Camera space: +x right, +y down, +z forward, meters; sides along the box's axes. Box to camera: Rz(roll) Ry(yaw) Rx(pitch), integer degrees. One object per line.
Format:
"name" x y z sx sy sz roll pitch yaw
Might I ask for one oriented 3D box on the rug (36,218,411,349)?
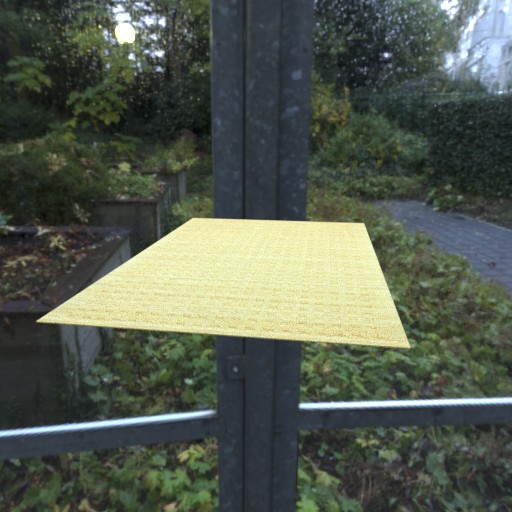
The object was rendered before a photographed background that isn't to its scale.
"rug" 0.000 0.000 2.847 1.524 0.006 2.286 2 16 9
